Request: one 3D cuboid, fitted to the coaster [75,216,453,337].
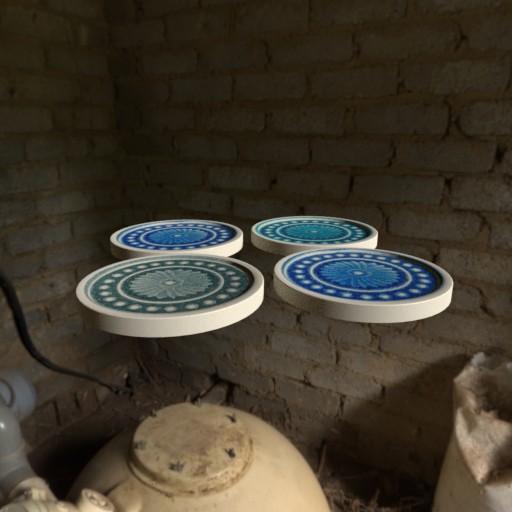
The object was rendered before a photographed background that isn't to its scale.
[{"bbox_3d":[0.000,0.000,0.325,0.224,0.010,0.220,-2,17,-8],"label":"coaster"}]
